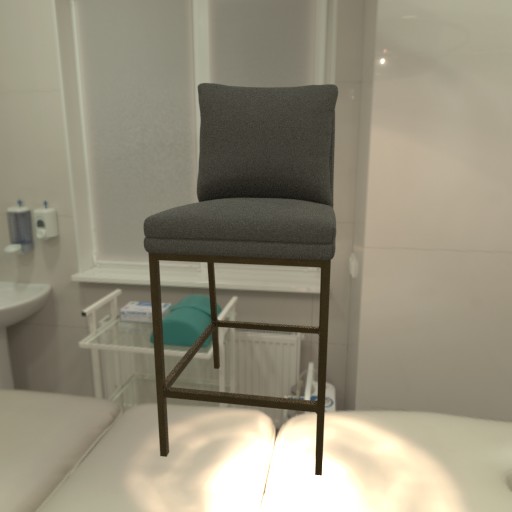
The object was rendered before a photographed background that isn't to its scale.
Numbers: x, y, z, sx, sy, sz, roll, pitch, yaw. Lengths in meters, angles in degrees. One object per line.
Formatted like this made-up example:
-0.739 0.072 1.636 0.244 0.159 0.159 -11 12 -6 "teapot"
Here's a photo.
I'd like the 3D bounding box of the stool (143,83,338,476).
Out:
0.000 0.000 1.325 0.463 1.030 0.569 2 14 10 "stool"
